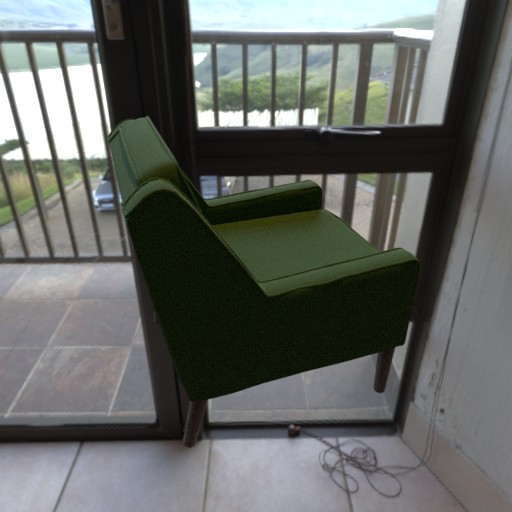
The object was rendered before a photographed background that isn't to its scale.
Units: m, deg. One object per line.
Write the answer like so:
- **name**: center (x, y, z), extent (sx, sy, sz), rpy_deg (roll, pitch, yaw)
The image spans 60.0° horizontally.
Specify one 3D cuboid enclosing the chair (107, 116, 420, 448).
- **chair**: center (0.000, 0.000, 1.359), extent (0.743, 0.792, 0.663), rpy_deg (-10, 31, -17)
